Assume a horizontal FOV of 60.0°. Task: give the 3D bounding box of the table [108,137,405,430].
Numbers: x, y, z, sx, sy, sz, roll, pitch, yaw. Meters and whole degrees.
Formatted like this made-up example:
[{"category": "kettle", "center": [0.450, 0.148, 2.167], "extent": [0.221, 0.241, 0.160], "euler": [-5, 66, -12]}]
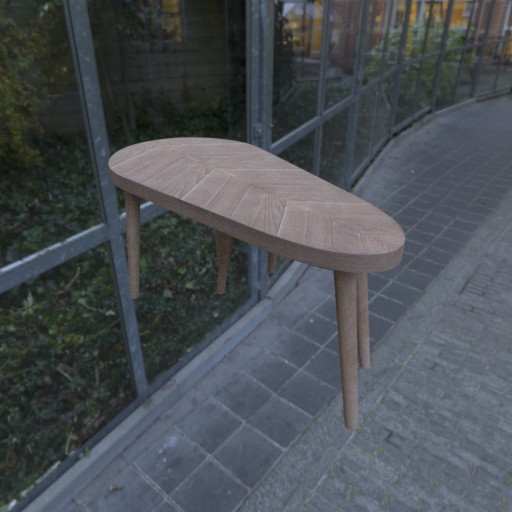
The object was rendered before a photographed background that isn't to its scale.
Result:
[{"category": "table", "center": [0.000, 0.000, 1.556], "extent": [0.701, 0.595, 1.190], "euler": [-20, 35, -32]}]
